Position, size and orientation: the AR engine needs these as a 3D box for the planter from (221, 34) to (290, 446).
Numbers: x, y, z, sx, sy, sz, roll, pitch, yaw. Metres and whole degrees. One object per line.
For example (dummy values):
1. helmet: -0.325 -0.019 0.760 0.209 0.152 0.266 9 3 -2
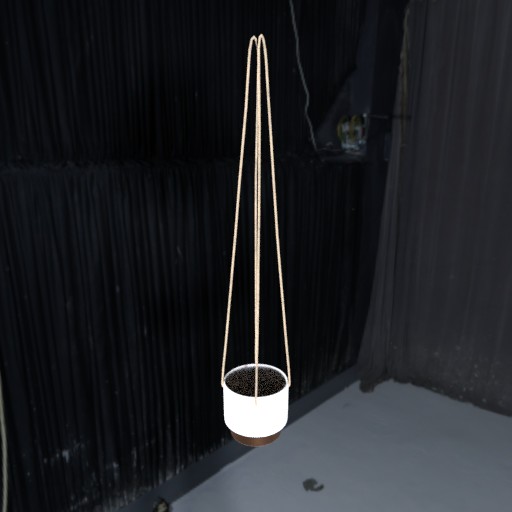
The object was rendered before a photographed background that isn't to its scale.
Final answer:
1. planter: 0.000 0.000 0.924 0.146 0.841 0.146 14 21 43
